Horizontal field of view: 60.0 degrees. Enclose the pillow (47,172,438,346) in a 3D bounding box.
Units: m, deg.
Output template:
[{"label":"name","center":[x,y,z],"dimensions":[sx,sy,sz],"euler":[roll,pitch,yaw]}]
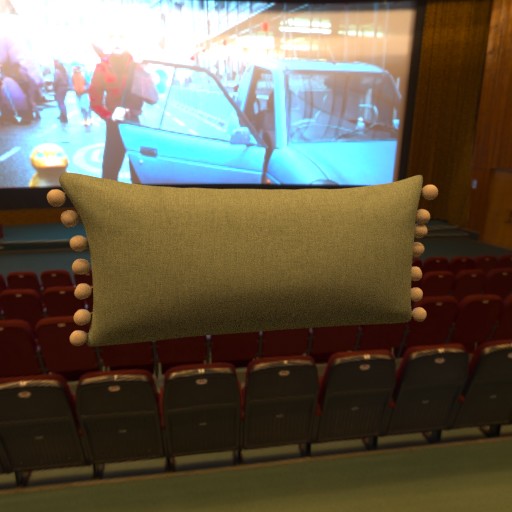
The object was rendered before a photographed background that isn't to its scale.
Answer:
[{"label":"pillow","center":[0.000,0.000,0.839],"dimensions":[0.709,0.322,0.201],"euler":[-3,16,-9]}]
